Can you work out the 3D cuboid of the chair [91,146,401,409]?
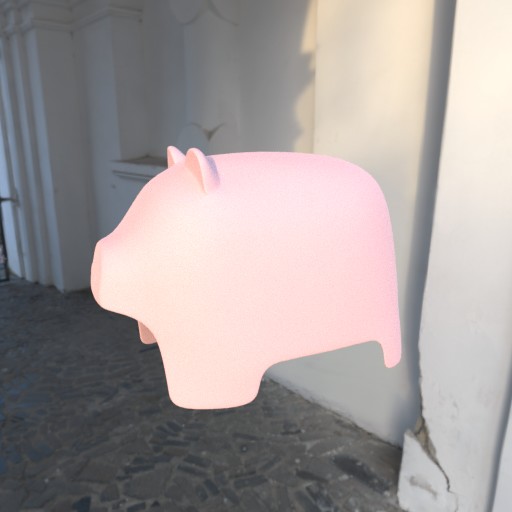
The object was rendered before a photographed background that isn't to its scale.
[{"bbox_3d":[0.000,0.000,0.879,0.619,0.423,0.364,-7,17,-24],"label":"chair"}]
